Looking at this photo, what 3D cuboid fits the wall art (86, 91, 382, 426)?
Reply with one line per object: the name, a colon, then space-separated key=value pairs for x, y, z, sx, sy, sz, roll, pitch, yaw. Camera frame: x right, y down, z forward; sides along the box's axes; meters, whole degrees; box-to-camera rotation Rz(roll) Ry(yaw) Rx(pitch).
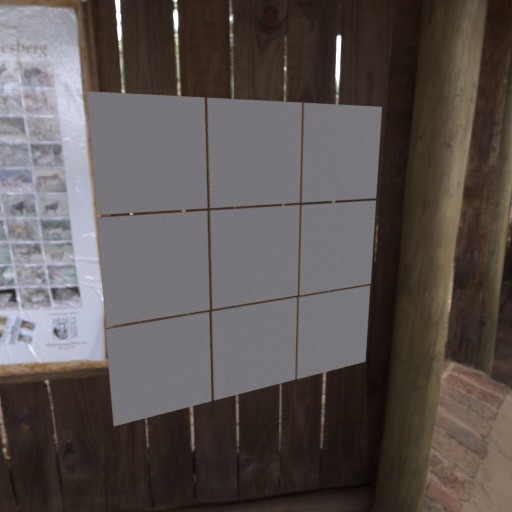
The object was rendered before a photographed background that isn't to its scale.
wall art: x=0.000 y=0.000 z=2.286 sx=1.527 sy=1.521 sz=0.017 roll=-7 pitch=15 yaw=-25
